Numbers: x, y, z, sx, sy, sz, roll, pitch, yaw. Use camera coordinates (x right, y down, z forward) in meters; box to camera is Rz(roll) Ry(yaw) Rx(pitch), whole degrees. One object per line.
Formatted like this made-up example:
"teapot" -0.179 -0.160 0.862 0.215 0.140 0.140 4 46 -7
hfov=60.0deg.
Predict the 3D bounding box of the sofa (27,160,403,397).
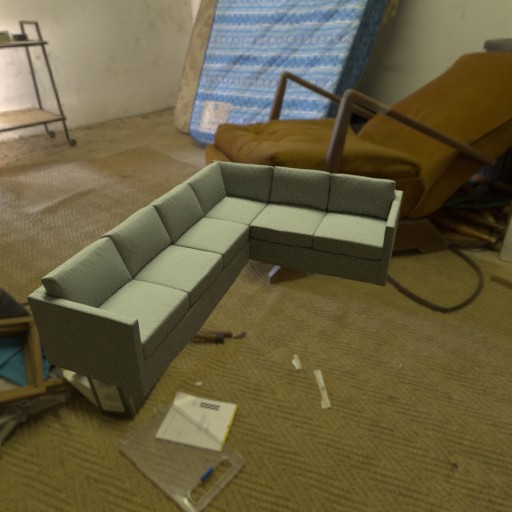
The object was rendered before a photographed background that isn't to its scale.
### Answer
"sofa" 0.000 0.000 4.295 2.432 0.871 3.182 11 32 18
